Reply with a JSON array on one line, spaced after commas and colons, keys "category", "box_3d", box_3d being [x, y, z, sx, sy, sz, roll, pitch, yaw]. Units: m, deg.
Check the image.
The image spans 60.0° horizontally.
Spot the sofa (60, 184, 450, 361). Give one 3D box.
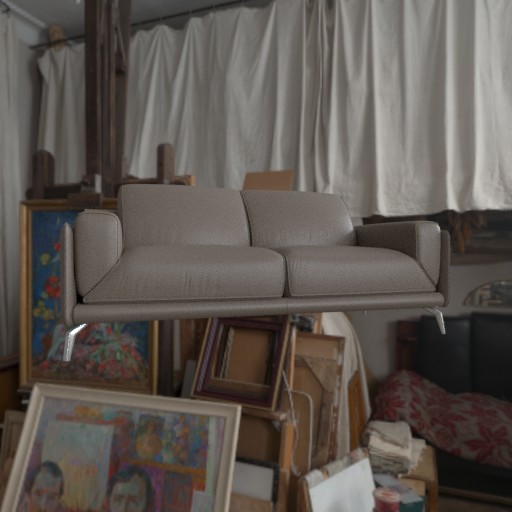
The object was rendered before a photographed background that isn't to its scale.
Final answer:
[{"category": "sofa", "box_3d": [0.000, 0.000, 2.667, 2.101, 0.930, 1.049, 0, 0, -19]}]
